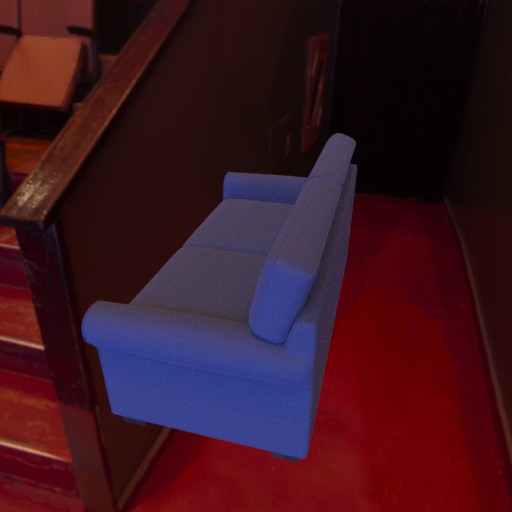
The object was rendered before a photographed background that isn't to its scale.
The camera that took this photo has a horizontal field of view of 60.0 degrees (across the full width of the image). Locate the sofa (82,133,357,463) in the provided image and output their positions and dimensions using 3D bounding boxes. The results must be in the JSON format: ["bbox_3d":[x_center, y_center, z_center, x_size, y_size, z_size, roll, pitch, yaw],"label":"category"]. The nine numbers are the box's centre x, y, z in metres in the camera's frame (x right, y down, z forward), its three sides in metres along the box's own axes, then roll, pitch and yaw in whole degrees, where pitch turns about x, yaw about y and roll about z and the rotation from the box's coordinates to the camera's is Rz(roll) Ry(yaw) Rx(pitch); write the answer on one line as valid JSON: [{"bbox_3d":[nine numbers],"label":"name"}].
[{"bbox_3d":[0.000,0.000,2.512,0.940,1.020,1.930,8,30,13],"label":"sofa"}]
